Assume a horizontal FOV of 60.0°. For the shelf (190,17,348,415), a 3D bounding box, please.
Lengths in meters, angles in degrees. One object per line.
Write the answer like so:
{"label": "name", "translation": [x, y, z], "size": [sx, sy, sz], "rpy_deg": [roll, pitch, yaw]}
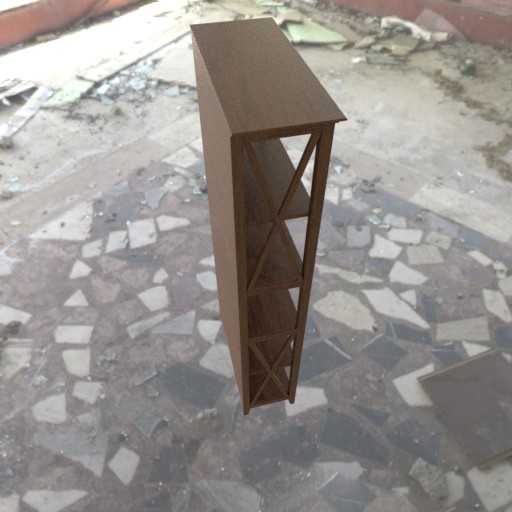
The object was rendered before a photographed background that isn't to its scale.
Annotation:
{"label": "shelf", "translation": [0.000, 0.000, 2.192], "size": [0.335, 1.905, 0.805], "rpy_deg": [-10, 48, -9]}
